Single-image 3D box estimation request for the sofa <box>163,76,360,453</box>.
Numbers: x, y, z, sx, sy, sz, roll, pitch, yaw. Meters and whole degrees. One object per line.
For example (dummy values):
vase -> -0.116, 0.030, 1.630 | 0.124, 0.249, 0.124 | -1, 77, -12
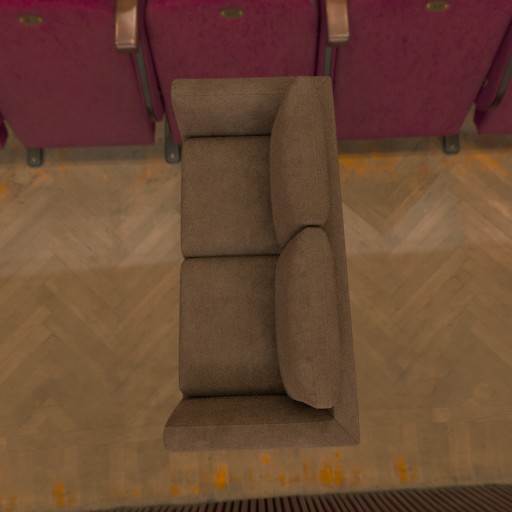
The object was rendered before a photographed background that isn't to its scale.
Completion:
sofa -> 0.000, 0.000, 2.341 | 0.855, 1.013, 1.832 | -2, 76, 0
